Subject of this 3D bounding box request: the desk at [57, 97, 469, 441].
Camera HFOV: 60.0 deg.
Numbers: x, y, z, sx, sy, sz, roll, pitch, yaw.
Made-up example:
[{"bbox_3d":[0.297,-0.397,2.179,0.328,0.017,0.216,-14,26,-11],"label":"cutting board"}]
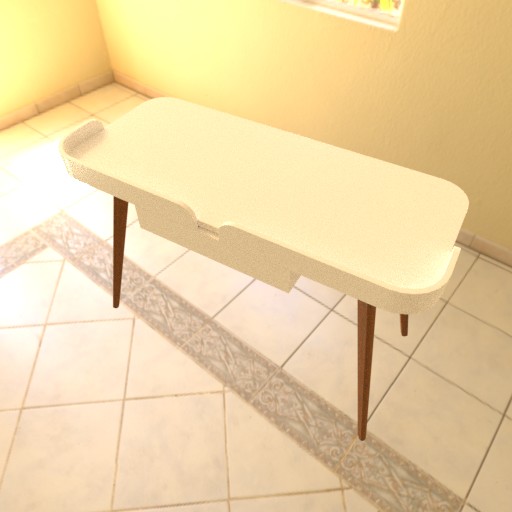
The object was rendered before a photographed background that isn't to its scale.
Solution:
[{"bbox_3d":[0.000,0.000,1.599,1.206,0.807,0.534,23,51,20],"label":"desk"}]
